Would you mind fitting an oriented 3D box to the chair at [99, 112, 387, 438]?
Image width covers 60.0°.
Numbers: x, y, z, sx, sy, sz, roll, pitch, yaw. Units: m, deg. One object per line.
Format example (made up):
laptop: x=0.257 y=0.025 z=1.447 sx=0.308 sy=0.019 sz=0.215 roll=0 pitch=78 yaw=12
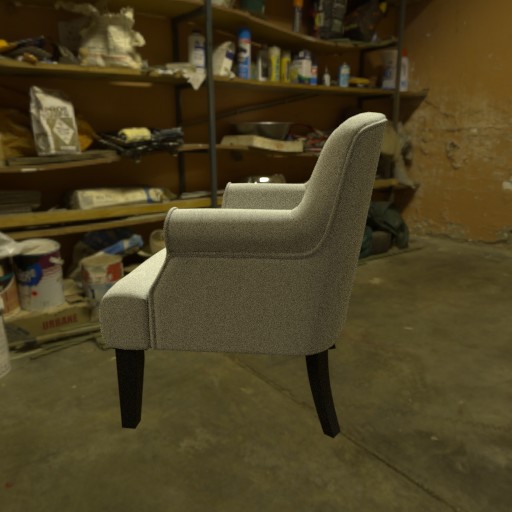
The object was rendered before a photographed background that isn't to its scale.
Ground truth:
chair: x=0.000 y=0.000 z=1.443 sx=0.750 sy=0.875 sz=0.781 roll=2 pitch=15 yaw=8
